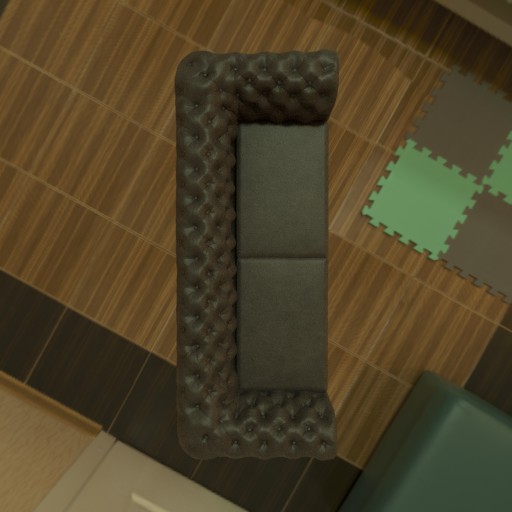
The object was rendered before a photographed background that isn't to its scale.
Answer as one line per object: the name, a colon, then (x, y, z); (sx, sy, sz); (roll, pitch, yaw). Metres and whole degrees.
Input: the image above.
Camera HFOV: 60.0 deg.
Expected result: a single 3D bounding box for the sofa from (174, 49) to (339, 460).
sofa: (0.000, 0.000, 2.848); (0.944, 0.783, 2.385); (0, 92, 0)
